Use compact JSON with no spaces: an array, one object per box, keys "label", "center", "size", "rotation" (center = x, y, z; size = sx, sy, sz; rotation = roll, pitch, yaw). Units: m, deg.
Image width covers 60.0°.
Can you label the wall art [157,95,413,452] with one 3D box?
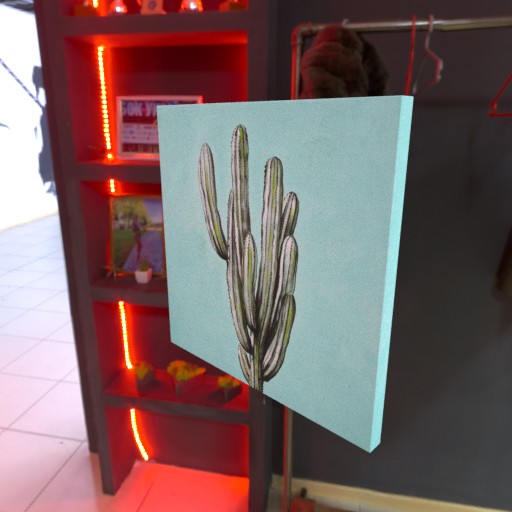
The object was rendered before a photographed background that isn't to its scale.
[{"label":"wall art","center":[0.000,0.000,0.919],"size":[0.603,0.603,0.036],"rotation":[16,23,42]}]
